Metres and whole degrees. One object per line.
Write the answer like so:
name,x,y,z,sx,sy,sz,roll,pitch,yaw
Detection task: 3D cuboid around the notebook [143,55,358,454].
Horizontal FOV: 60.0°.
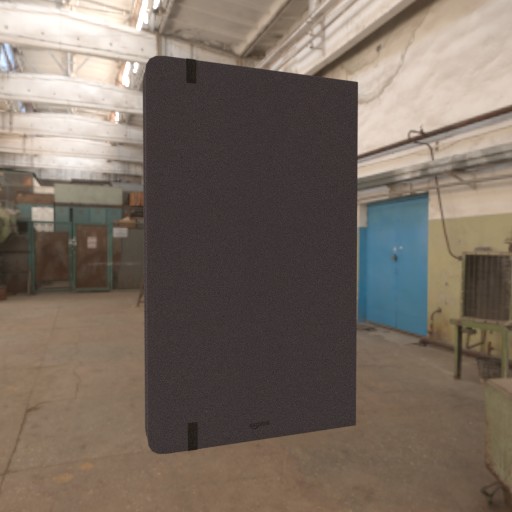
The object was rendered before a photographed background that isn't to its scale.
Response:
notebook,0.000,0.000,0.260,0.127,0.213,0.016,-1,2,-19
